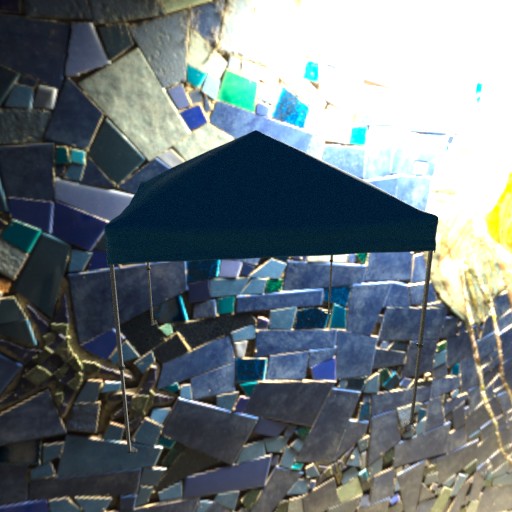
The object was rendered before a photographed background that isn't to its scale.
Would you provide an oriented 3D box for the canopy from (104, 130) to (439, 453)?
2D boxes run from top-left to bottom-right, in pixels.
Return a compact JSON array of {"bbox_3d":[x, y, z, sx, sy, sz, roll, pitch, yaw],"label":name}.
[{"bbox_3d":[0.000,0.000,5.486,2.998,2.997,2.996,-2,17,-8],"label":"canopy"}]
